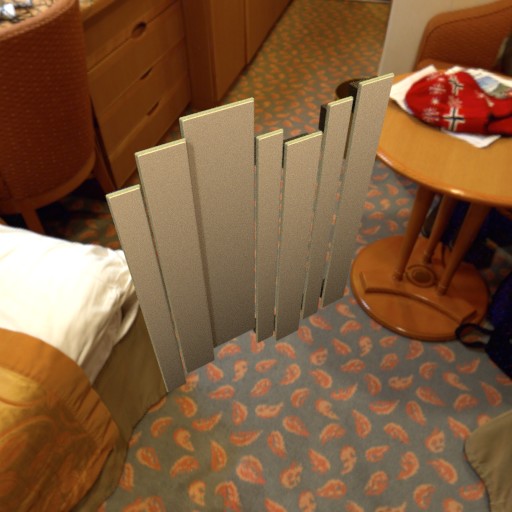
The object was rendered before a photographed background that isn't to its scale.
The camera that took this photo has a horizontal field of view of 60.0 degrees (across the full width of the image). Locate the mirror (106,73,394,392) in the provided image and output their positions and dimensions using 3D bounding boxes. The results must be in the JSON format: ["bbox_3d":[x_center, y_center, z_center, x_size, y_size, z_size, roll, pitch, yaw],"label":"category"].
[{"bbox_3d":[0.000,0.000,0.810,0.445,0.611,0.058,-23,51,-20],"label":"mirror"}]
